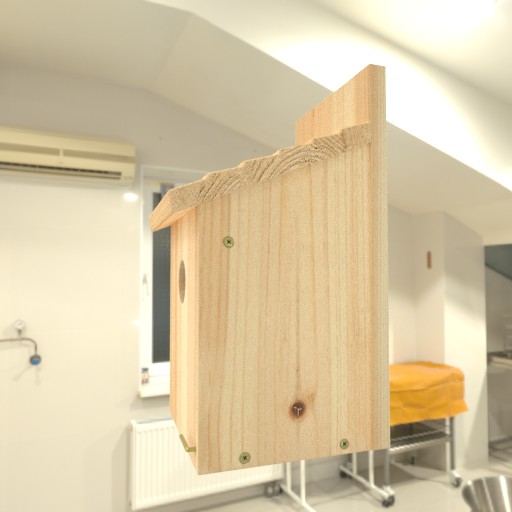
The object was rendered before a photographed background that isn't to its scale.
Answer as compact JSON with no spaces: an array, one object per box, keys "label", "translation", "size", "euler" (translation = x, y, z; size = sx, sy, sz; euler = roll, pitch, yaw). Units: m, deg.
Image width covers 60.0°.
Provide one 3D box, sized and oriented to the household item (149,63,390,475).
[{"label":"household item","translation":[0.000,0.000,0.389],"size":[0.171,0.300,0.149],"euler":[1,-2,-18]}]
